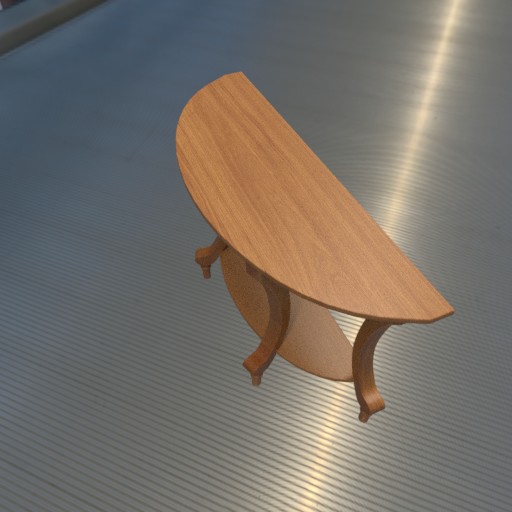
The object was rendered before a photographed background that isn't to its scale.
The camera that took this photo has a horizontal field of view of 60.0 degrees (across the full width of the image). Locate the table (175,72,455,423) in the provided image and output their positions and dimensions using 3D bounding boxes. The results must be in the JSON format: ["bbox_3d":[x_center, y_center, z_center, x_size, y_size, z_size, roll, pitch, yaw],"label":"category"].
[{"bbox_3d":[0.000,0.000,1.504,0.394,0.692,1.198,-18,50,-16],"label":"table"}]
